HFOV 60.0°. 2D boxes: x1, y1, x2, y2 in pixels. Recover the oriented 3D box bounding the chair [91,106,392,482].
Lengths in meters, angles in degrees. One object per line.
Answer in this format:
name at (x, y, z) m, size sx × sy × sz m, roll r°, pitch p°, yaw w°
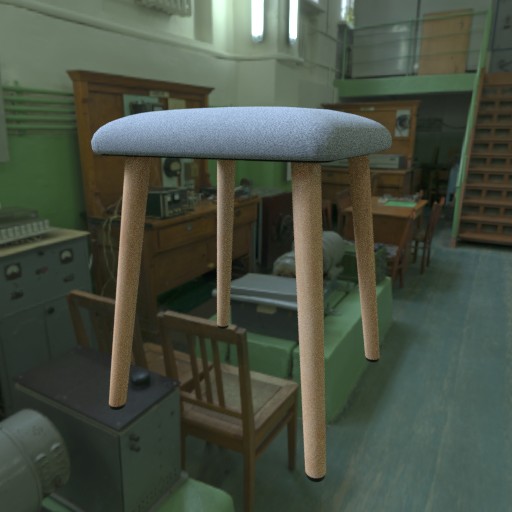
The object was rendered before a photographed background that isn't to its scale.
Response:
chair at (0.000, 0.000, 0.695) m, size 0.350 × 0.440 × 0.350 m, roll 8°, pitch 18°, yaw 25°
